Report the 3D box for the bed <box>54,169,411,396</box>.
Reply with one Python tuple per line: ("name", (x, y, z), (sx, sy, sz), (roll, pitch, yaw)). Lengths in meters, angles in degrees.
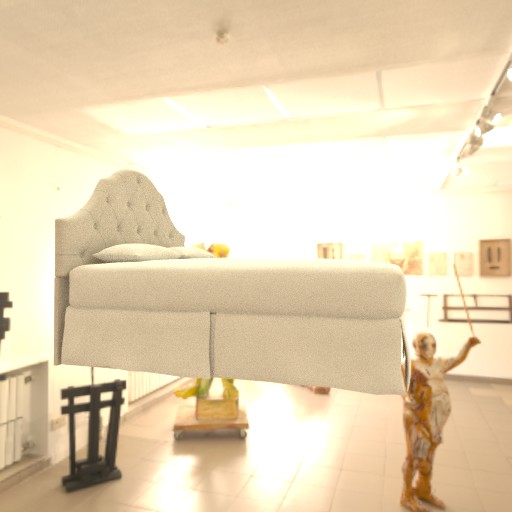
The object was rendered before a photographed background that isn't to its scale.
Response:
("bed", (0.000, 0.000, 3.793), (2.477, 1.617, 2.039), (0, -1, 18))
